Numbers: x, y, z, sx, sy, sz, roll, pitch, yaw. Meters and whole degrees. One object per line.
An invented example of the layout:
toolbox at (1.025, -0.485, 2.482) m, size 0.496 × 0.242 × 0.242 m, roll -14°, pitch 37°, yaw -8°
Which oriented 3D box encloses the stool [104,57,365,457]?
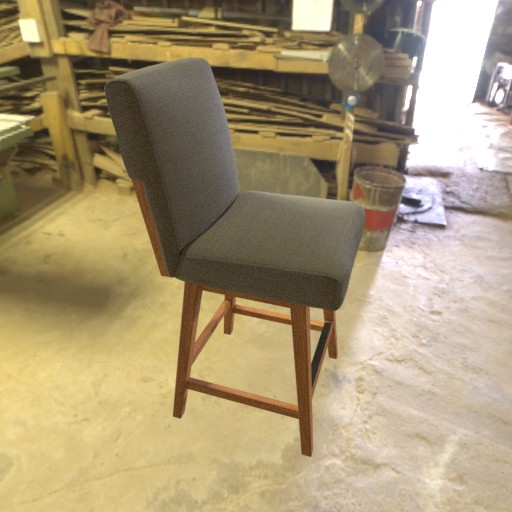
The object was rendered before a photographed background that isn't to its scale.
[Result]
stool at (0.000, 0.000, 1.293) m, size 0.570 × 1.019 × 0.459 m, roll 10°, pitch 32°, yaw 16°
